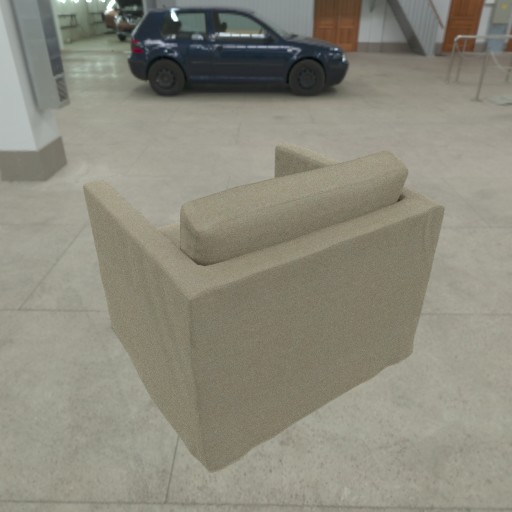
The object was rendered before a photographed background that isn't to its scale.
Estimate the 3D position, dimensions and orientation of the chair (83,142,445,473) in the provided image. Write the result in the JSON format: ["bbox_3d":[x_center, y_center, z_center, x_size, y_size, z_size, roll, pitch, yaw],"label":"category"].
[{"bbox_3d":[0.000,0.000,1.782,1.057,0.863,0.949,-19,35,-29],"label":"chair"}]
